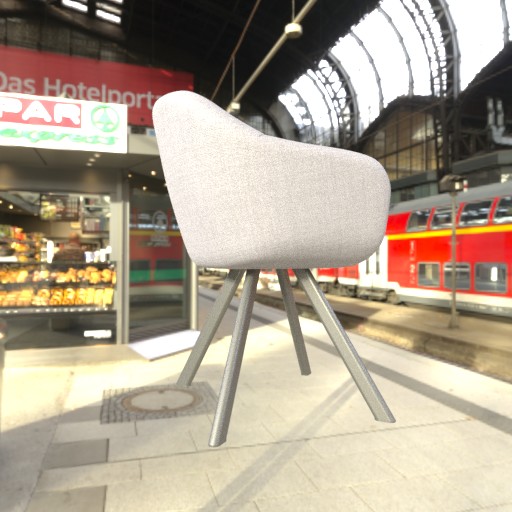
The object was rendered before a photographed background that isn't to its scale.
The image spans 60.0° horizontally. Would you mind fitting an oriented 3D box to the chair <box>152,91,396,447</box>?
[{"bbox_3d":[0.000,0.000,1.206,0.550,0.795,0.590,0,0,-18],"label":"chair"}]
